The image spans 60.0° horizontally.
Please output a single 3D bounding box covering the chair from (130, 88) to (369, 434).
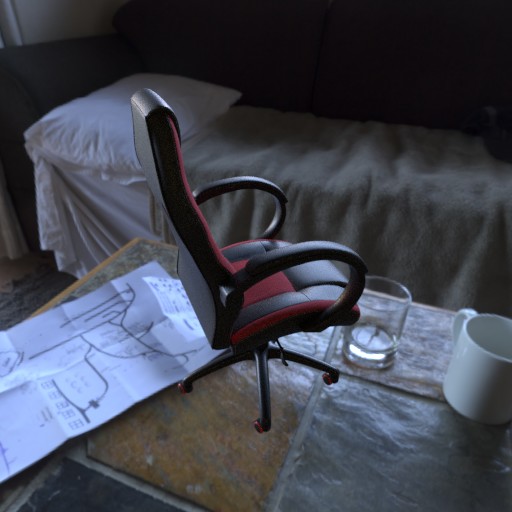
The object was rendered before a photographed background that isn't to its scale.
[{"bbox_3d":[0.000,0.000,1.634,0.724,1.187,0.673,-12,33,-19],"label":"chair"}]
